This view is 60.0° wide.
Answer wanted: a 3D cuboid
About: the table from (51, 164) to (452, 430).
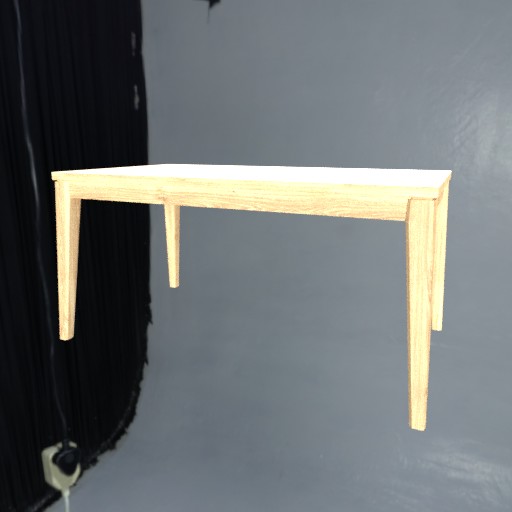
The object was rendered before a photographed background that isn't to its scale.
[{"bbox_3d":[0.000,0.000,2.027,1.600,0.760,0.900,7,16,25],"label":"table"}]
